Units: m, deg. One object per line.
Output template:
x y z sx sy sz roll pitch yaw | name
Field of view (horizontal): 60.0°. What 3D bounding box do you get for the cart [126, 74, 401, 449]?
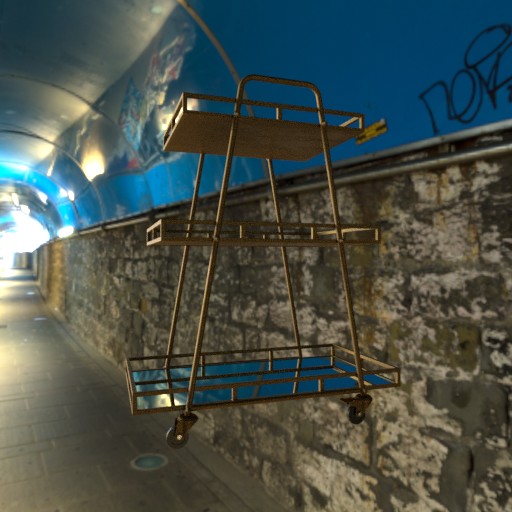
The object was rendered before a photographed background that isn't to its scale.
0.000 0.000 1.289 0.711 0.883 0.441 0 0 -19 | cart
